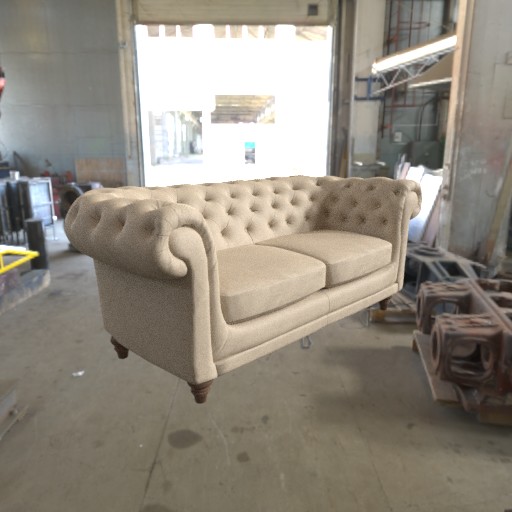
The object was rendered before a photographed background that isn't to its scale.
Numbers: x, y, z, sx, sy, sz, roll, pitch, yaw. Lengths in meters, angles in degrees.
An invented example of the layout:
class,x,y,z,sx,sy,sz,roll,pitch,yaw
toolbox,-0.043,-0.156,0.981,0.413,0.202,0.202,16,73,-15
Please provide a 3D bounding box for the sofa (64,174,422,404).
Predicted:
class,x,y,z,sx,sy,sz,roll,pitch,yaw
sofa,0.000,0.000,2.525,1.069,0.835,1.988,13,19,43
